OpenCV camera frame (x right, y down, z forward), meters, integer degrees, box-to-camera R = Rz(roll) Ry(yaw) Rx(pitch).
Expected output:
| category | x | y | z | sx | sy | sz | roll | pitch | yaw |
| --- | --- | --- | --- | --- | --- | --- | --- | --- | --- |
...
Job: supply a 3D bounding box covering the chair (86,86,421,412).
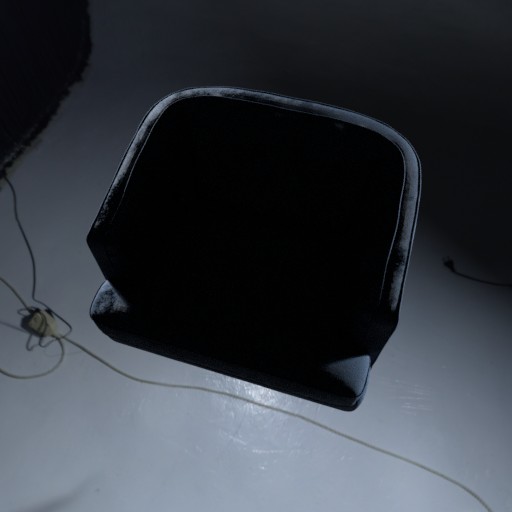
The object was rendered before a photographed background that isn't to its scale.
| category | x | y | z | sx | sy | sz | roll | pitch | yaw |
| --- | --- | --- | --- | --- | --- | --- | --- | --- | --- |
| chair | 0.000 | 0.000 | 1.791 | 1.094 | 0.852 | 0.940 | 14 | 60 | 9 |
